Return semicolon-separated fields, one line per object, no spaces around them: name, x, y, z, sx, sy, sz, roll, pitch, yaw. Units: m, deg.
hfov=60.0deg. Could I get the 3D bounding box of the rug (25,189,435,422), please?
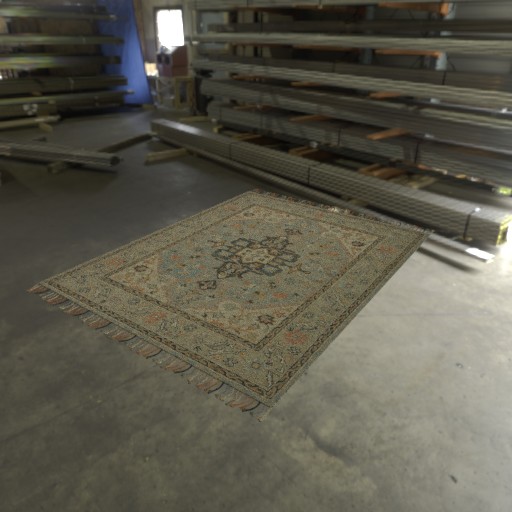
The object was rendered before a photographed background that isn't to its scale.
rug;0.000;0.000;4.171;2.379;0.011;3.221;18;32;32
